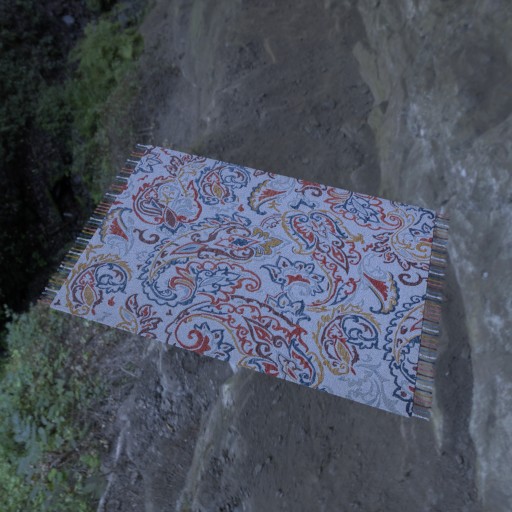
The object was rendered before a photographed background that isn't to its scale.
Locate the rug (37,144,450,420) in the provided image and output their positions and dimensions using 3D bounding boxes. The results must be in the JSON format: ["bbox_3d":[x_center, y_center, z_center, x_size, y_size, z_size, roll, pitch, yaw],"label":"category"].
[{"bbox_3d":[0.000,0.000,2.429,1.997,0.010,1.218,15,59,9],"label":"rug"}]
